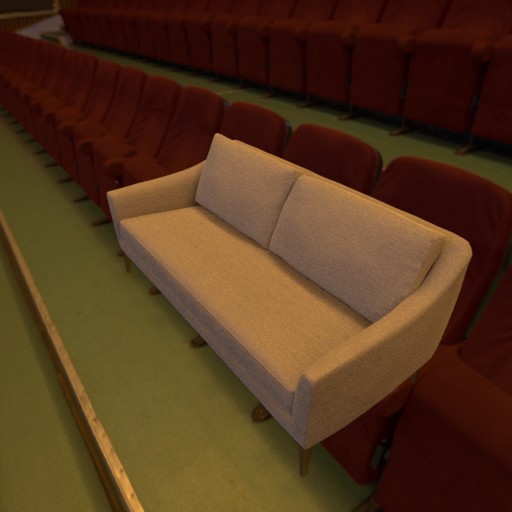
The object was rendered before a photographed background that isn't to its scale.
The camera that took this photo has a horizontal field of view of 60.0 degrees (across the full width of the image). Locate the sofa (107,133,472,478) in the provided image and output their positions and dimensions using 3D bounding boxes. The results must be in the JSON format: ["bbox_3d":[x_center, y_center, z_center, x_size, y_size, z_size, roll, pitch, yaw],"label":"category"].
[{"bbox_3d":[0.000,0.000,2.517,0.980,0.913,2.036,-20,37,-30],"label":"sofa"}]
